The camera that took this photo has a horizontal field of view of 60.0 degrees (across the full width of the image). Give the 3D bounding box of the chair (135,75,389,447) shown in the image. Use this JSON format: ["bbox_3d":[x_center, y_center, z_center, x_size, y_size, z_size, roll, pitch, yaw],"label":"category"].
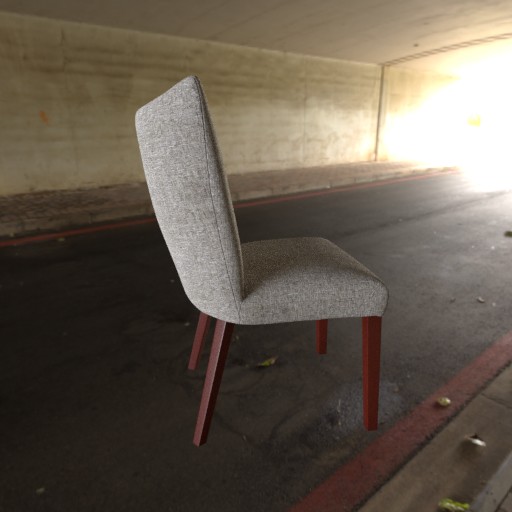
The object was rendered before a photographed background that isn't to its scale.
[{"bbox_3d":[0.000,0.000,1.291,0.623,0.924,0.535,-3,17,-10],"label":"chair"}]
